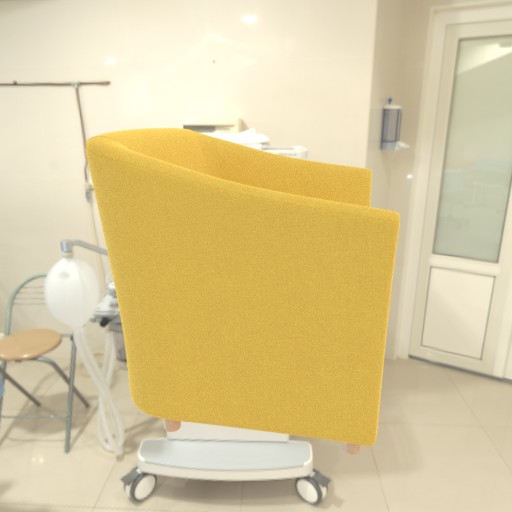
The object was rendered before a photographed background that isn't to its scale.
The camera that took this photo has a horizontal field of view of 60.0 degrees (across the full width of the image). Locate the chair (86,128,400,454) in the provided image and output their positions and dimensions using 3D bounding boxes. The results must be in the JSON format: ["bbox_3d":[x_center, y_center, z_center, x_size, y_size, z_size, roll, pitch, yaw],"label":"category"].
[{"bbox_3d":[0.000,0.000,1.307,0.700,0.720,0.790,3,18,10],"label":"chair"}]
